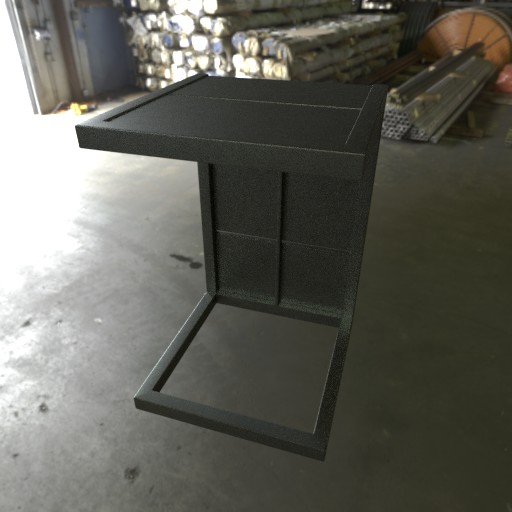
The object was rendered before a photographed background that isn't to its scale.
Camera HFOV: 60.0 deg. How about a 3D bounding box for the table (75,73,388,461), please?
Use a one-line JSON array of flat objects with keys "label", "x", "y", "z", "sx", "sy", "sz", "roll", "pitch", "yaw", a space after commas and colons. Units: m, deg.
[{"label": "table", "x": 0.000, "y": 0.000, "z": 0.903, "sx": 0.405, "sy": 0.609, "sz": 0.420, "roll": 10, "pitch": 33, "yaw": 15}]
